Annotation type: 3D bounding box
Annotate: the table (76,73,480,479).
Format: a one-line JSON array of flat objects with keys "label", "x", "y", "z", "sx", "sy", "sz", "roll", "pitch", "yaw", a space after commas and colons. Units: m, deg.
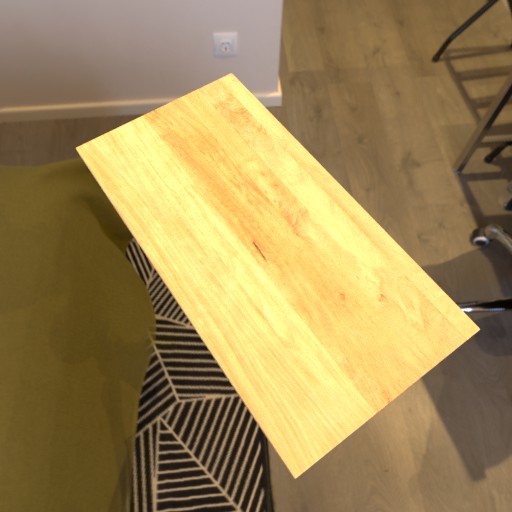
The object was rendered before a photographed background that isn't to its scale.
[{"label": "table", "x": 0.000, "y": 0.000, "z": 1.667, "sx": 0.699, "sy": 0.400, "sz": 1.348, "roll": -32, "pitch": 67, "yaw": -15}]
